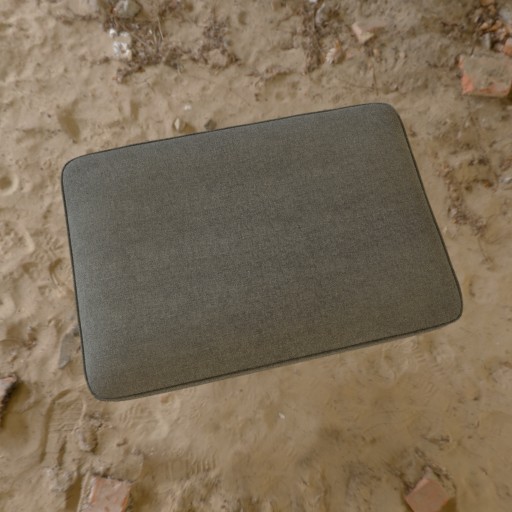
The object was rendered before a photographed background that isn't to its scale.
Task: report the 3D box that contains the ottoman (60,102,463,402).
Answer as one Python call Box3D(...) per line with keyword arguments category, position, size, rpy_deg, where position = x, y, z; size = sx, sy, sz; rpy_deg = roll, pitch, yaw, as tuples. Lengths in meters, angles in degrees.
Box3D(category="ottoman", position=(0.000, 0.000, 1.132), size=(0.813, 0.457, 0.561), rpy_deg=(-12, 77, -3))
